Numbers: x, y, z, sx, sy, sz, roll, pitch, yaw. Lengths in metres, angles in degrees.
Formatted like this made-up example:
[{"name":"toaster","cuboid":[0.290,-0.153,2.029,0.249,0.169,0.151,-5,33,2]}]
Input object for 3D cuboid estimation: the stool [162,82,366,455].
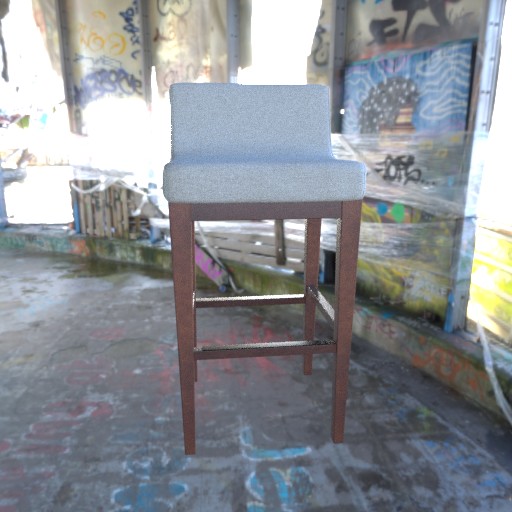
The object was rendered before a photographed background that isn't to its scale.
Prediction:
[{"name":"stool","cuboid":[0.000,0.000,1.359,0.511,1.037,0.500,-2,15,-6]}]
